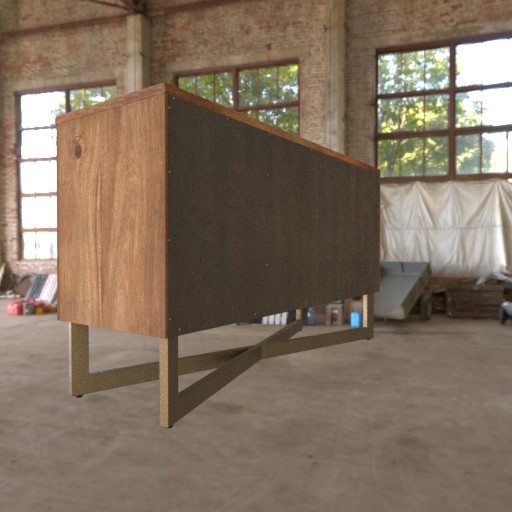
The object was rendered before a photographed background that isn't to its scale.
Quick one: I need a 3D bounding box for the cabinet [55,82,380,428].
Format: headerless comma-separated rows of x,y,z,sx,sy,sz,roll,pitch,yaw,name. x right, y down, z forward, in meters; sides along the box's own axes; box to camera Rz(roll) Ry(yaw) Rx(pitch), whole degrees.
0.000,0.000,1.708,0.480,0.812,1.373,1,1,36,cabinet
